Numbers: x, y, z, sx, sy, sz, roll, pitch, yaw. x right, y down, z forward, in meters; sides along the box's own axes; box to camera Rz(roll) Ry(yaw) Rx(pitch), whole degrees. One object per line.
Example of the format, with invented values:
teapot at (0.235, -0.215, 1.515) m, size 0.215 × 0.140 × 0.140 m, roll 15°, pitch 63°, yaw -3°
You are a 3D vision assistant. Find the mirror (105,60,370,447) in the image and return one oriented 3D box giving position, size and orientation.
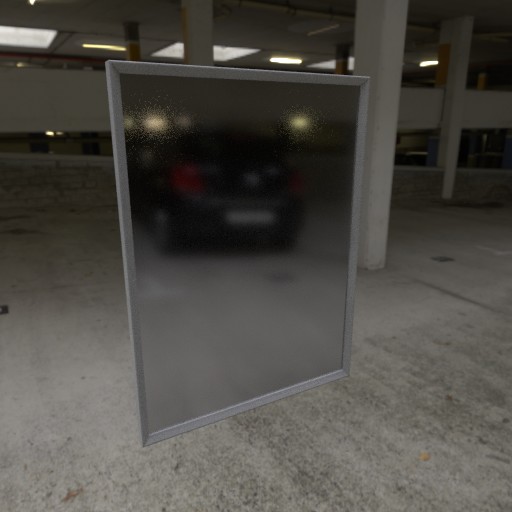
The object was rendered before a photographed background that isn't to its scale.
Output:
mirror at (0.000, 0.000, 1.310) m, size 0.762 × 1.016 × 0.041 m, roll -9°, pitch 19°, yaw -28°
